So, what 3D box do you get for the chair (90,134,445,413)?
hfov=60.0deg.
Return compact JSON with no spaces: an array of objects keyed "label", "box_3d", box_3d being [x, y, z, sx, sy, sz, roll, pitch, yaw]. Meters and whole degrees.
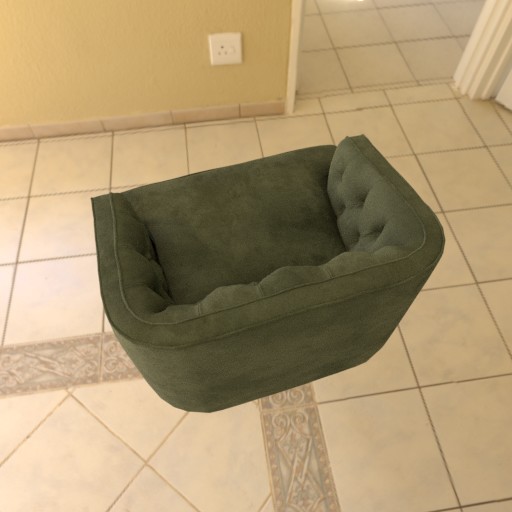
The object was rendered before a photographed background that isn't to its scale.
[{"label":"chair","box_3d":[0.000,0.000,1.764,1.104,0.852,0.941,-15,59,-9]}]
